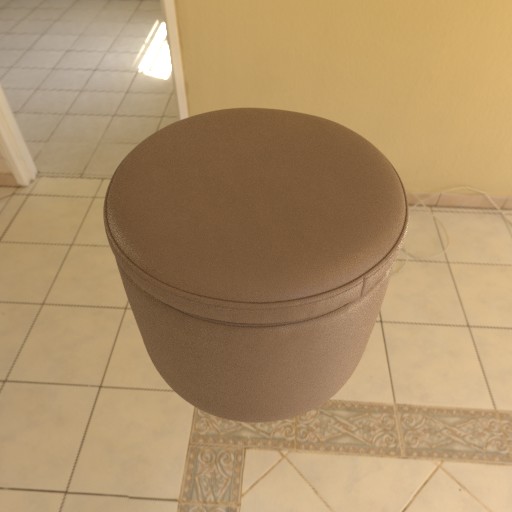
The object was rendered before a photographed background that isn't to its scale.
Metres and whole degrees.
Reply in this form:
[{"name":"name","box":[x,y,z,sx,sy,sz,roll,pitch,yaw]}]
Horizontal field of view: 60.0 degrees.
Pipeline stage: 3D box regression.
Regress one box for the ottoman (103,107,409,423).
[{"name":"ottoman","box":[0.000,0.000,0.857,0.500,0.409,0.500,0,47,0]}]
